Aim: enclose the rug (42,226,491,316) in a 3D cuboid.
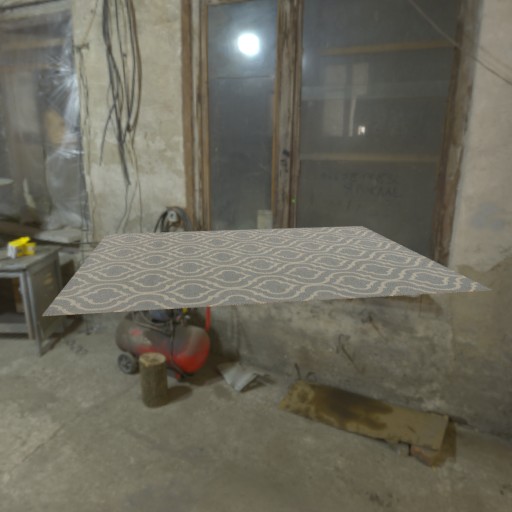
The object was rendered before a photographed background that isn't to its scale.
[{"bbox_3d":[0.000,0.000,3.896,2.892,0.006,2.283,-2,15,-9],"label":"rug"}]
